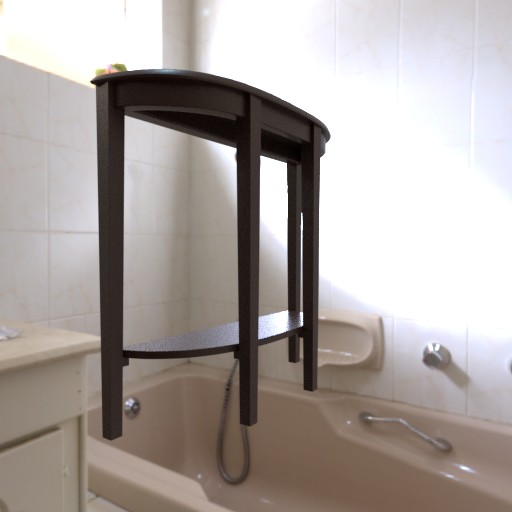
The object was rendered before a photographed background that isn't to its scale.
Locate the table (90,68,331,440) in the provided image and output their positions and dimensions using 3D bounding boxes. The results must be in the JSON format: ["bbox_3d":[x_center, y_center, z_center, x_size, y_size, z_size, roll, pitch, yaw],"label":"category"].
[{"bbox_3d":[0.000,0.000,1.297,0.274,0.831,0.909,1,1,35],"label":"table"}]
